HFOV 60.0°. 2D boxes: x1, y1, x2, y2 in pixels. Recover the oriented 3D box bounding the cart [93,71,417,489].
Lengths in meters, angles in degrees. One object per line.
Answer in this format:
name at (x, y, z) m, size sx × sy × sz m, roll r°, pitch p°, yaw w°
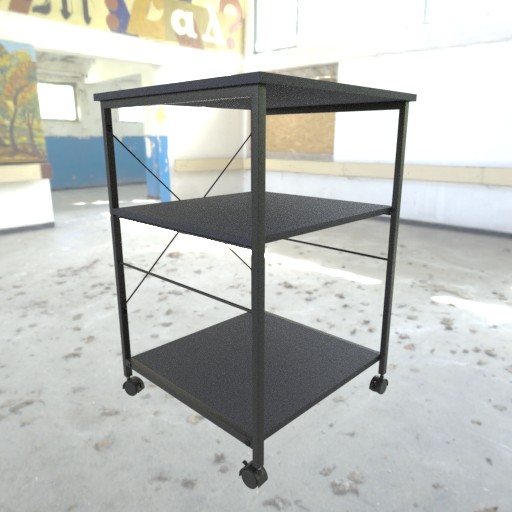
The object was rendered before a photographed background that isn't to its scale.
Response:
cart at (0.000, 0.000, 1.105) m, size 0.520 × 0.762 × 0.521 m, roll 14°, pitch 21°, yaw 42°
